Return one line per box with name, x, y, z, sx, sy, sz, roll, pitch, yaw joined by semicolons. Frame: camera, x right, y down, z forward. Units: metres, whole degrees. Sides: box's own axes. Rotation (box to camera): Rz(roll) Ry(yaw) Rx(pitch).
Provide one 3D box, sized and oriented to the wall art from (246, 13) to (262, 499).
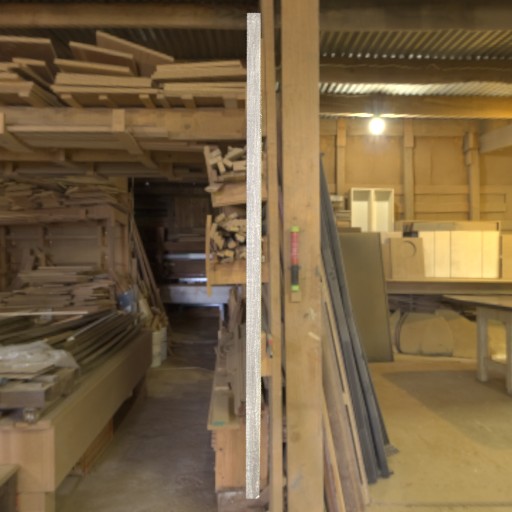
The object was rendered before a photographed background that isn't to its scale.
wall art;0.000;0.000;1.323;0.035;1.022;0.781;0;0;1
